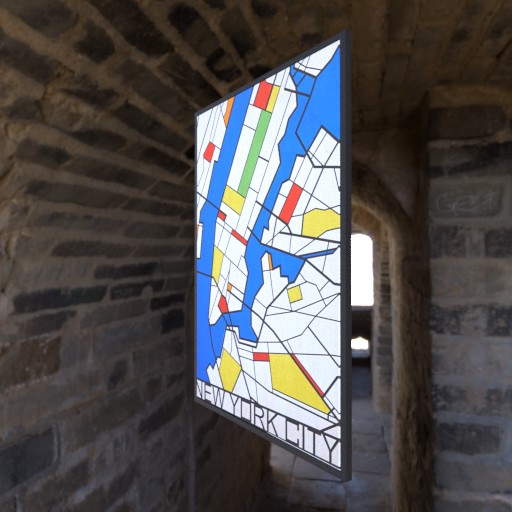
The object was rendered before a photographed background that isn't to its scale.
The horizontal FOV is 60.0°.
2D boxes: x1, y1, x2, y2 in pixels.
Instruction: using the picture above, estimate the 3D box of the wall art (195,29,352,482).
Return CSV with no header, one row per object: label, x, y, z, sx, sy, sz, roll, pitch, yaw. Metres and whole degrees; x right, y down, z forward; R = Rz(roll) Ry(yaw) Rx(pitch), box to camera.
wall art,0.000,0.000,0.835,0.013,0.660,0.460,0,-1,-36
